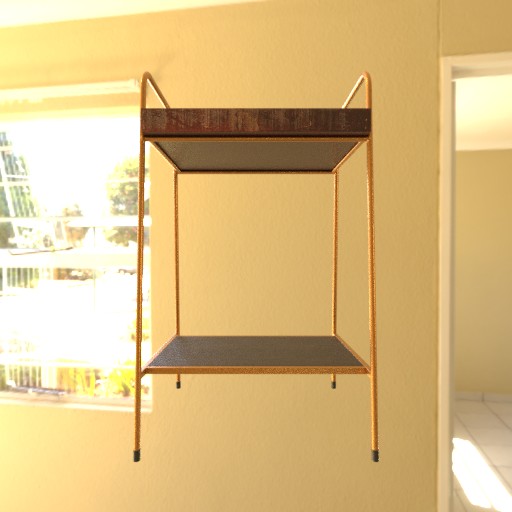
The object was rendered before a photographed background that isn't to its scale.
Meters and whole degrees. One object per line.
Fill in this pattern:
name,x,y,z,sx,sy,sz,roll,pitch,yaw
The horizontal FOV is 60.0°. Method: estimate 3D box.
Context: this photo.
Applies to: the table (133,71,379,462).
table,0.000,0.000,0.979,0.430,0.710,0.430,0,0,0
